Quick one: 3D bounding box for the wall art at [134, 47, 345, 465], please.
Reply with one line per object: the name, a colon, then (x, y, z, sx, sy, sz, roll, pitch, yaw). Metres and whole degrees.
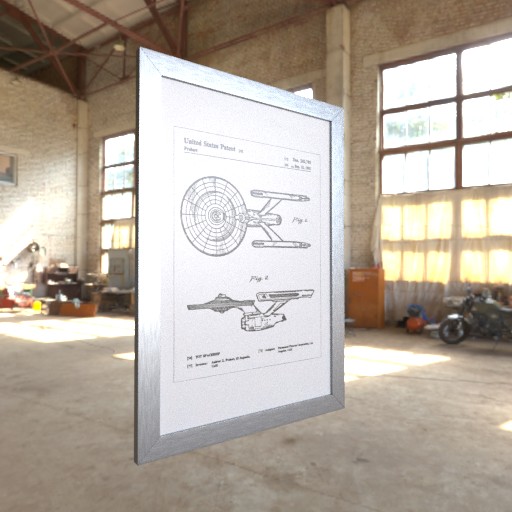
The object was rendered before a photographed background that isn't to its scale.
wall art: (0.000, 0.000, 0.675, 0.376, 0.529, 0.013, 1, -1, -36)
